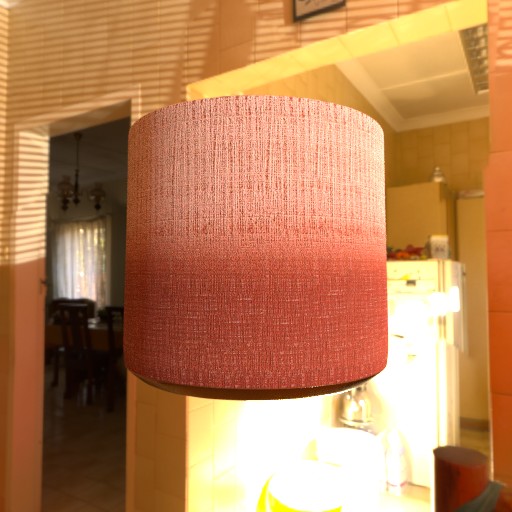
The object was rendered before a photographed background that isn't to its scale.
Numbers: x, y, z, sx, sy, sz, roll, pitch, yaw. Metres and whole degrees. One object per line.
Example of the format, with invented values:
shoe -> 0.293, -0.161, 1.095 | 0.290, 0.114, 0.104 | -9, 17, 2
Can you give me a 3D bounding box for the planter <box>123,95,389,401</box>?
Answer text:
planter -> 0.000, 0.000, 0.388 | 0.221, 0.201, 0.221 | 0, -2, 0
